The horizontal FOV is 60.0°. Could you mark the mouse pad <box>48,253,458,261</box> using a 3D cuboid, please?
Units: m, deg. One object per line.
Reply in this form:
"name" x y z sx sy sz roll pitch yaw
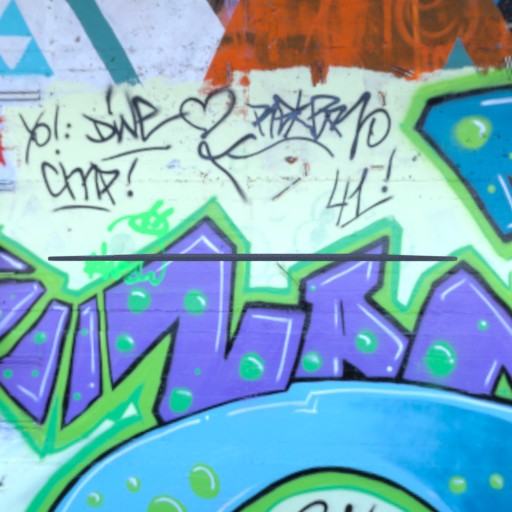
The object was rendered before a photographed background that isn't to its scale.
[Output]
"mouse pad" 0.000 0.000 0.337 0.211 0.002 0.249 0 1 1
